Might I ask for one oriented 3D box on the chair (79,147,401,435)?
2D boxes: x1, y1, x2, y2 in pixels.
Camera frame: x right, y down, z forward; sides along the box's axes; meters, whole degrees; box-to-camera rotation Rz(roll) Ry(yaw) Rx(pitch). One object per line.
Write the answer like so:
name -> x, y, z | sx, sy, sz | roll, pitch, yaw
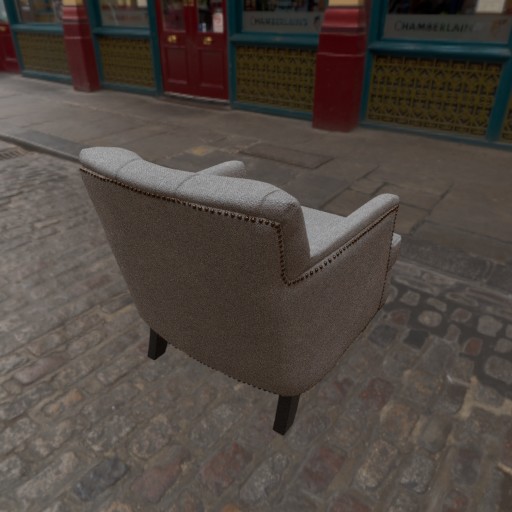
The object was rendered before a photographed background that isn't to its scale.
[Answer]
chair -> 0.000, 0.000, 1.533 | 0.737, 0.823, 0.902 | 19, 34, 31
